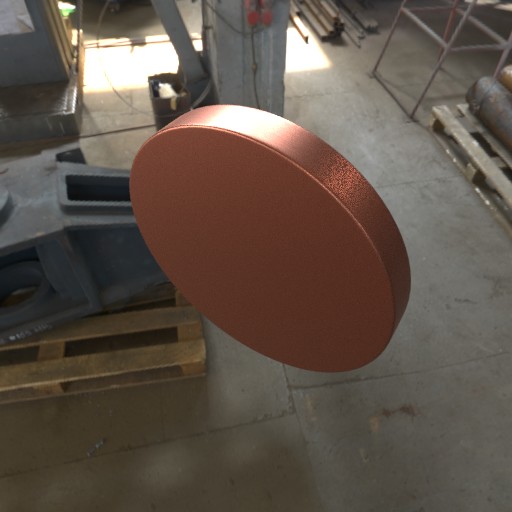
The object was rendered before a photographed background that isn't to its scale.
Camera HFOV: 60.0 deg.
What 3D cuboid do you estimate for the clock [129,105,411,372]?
[{"bbox_3d":[0.000,0.000,0.467,0.313,0.313,0.040,26,53,21],"label":"clock"}]
